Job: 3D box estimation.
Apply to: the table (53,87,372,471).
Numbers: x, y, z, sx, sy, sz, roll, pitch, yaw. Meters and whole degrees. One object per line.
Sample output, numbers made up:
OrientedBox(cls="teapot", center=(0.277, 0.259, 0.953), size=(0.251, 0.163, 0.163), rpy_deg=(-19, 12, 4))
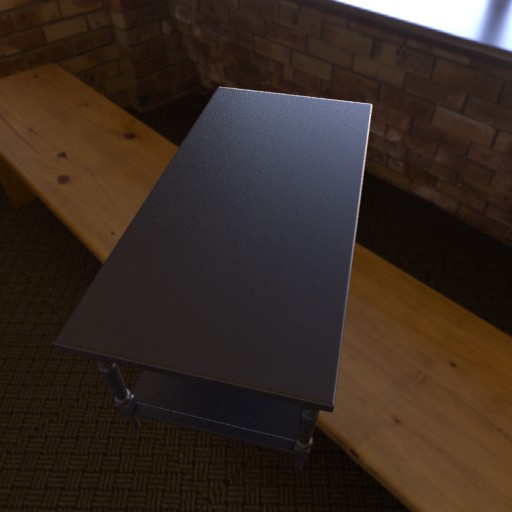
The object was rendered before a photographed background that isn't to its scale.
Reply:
OrientedBox(cls="table", center=(0.000, 0.000, 1.371), size=(0.550, 0.510, 1.107), rpy_deg=(10, 47, 9))
